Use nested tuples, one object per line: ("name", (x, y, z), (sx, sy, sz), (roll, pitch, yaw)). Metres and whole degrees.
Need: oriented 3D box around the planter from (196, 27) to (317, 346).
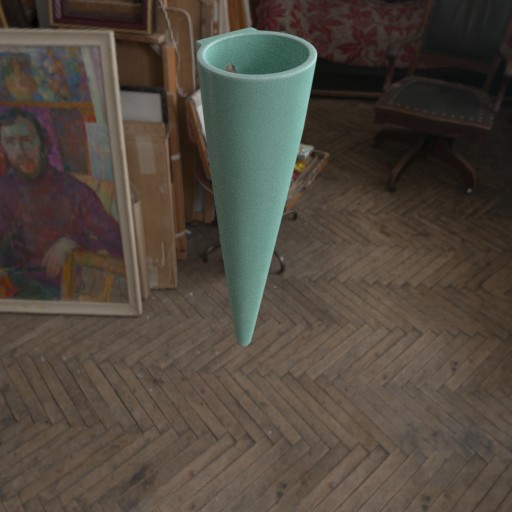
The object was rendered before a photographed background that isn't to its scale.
("planter", (0.000, 0.000, 0.296), (0.054, 0.268, 0.055), (-26, 52, -23))
